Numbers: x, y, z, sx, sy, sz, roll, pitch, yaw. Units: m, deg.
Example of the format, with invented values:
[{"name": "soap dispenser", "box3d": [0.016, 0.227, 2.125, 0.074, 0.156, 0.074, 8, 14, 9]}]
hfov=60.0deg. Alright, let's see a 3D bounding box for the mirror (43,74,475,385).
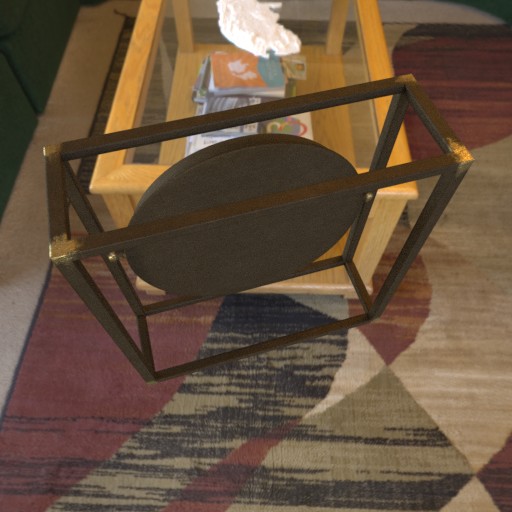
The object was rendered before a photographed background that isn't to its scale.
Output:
[{"name": "mirror", "box3d": [0.000, 0.000, 0.462, 0.306, 0.303, 0.107, -14, 60, -8]}]
